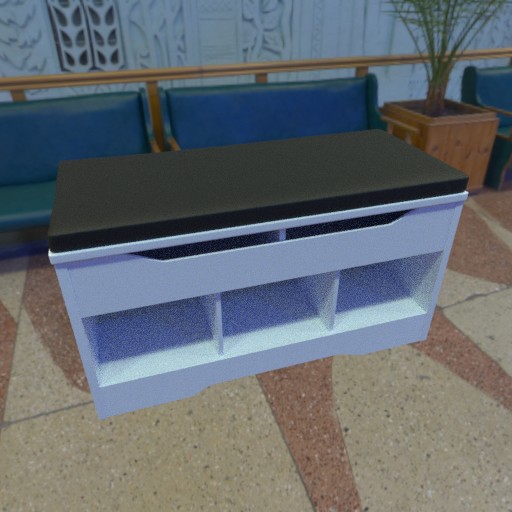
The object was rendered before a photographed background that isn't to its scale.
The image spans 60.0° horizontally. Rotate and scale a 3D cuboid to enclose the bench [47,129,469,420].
[{"bbox_3d":[0.000,0.000,1.170,0.899,0.500,0.401,-10,33,-15],"label":"bench"}]
